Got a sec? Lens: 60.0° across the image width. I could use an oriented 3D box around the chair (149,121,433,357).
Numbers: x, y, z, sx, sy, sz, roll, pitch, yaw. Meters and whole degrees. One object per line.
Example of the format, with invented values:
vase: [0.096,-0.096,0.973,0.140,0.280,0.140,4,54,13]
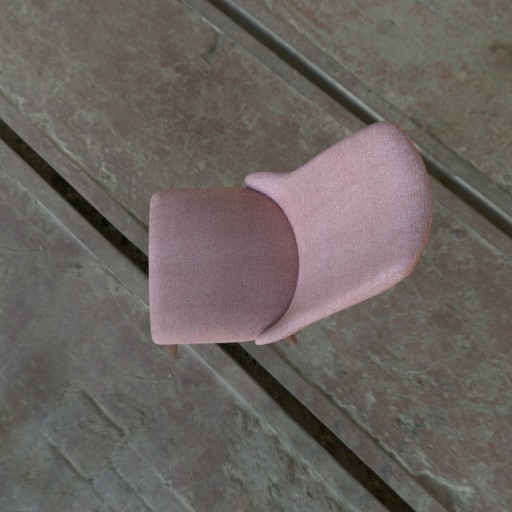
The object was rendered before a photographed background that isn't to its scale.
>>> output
chair: [0.000,0.000,1.323,0.707,0.918,0.535,-3,76,-1]
